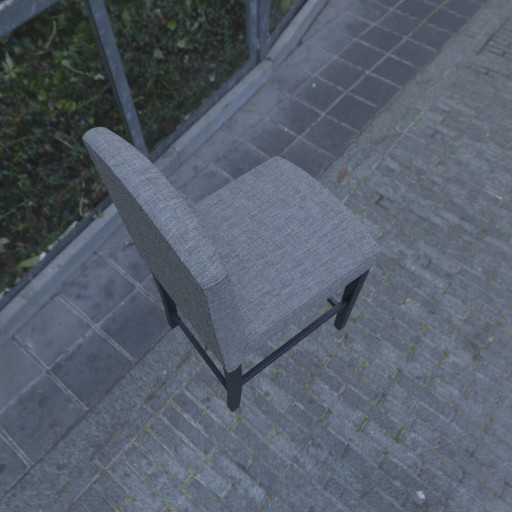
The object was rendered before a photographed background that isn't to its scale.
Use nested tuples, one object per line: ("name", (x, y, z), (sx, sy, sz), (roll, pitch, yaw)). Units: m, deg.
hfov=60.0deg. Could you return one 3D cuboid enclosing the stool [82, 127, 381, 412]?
("stool", (0.000, 0.000, 1.253), (0.552, 0.966, 0.451), (-33, 64, -19))
